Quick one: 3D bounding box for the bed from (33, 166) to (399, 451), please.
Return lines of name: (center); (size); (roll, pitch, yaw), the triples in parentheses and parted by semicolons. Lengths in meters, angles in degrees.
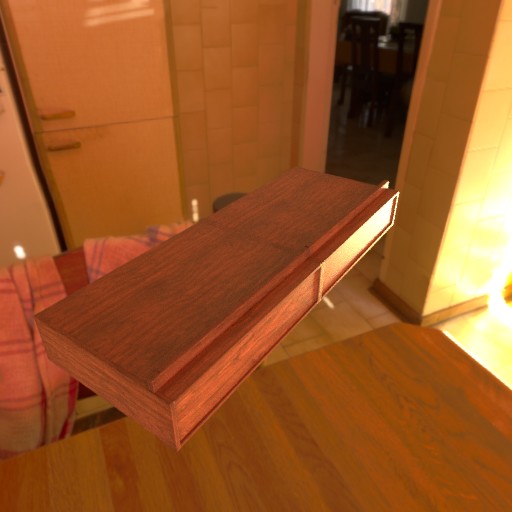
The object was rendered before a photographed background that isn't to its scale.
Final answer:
bed: (0.000, 0.000, 2.374); (0.787, 0.326, 2.057); (21, 37, 29)
